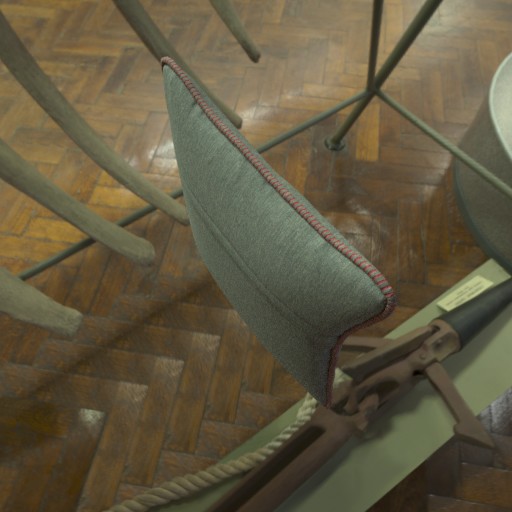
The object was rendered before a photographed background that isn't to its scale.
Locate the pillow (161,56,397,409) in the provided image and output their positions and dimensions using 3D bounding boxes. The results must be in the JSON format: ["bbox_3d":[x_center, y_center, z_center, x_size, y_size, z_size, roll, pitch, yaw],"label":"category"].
[{"bbox_3d":[0.000,0.000,0.734,0.124,0.491,0.482,-31,63,-17],"label":"pillow"}]
